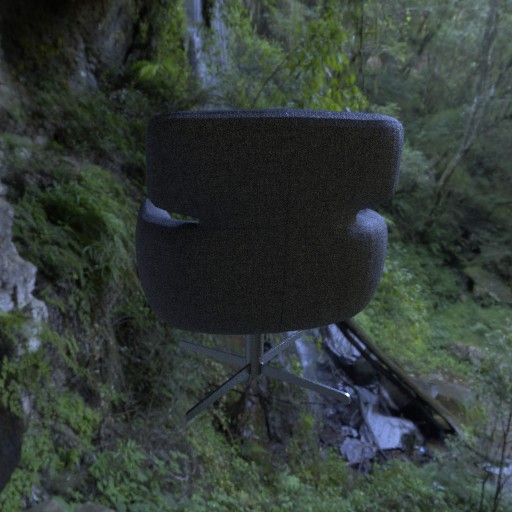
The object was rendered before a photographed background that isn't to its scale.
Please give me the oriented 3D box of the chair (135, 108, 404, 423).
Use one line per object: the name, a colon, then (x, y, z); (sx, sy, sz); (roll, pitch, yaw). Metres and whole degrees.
chair: (0.000, 0.000, 1.348); (0.706, 0.812, 0.715); (-3, 15, -11)
